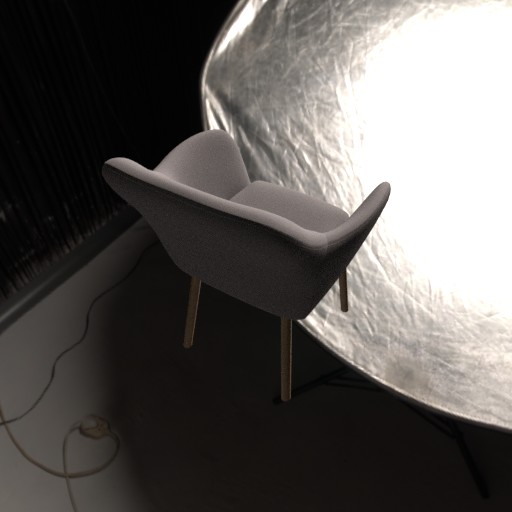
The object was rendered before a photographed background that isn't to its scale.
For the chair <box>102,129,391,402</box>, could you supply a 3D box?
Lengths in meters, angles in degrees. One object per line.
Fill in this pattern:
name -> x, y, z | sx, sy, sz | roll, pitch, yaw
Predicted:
chair -> 0.000, 0.000, 1.249 | 0.570, 0.830, 0.590 | 23, 50, 21
